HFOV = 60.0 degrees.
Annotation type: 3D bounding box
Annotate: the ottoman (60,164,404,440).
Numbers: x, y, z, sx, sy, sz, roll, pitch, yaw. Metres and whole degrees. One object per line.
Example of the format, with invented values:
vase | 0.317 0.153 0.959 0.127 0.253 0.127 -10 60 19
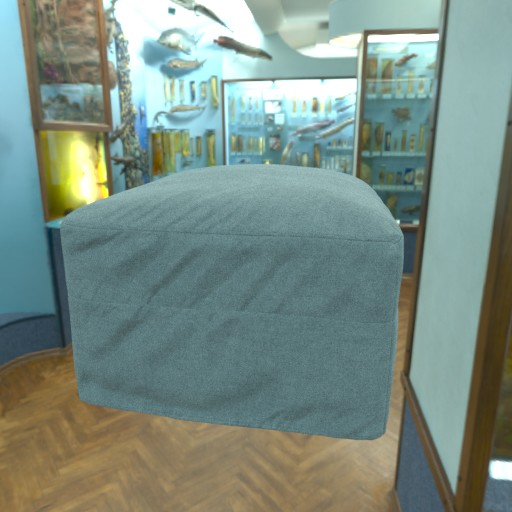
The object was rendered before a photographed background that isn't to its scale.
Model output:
ottoman | 0.000 0.000 1.210 0.683 0.481 0.837 3 15 10
